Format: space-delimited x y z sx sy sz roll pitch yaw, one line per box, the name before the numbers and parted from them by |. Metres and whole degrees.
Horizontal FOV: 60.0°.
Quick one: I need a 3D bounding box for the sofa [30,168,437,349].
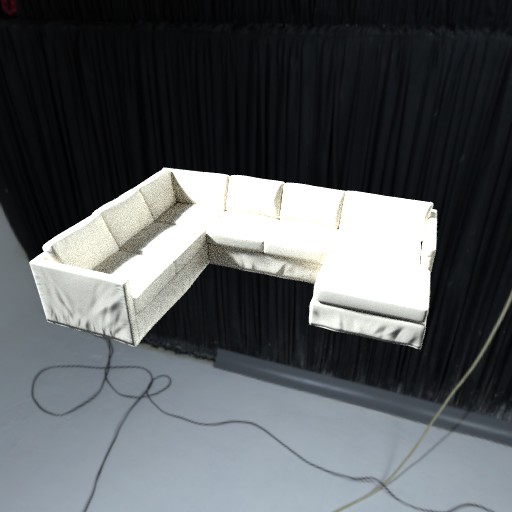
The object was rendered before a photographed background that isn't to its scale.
sofa | 0.000 0.000 4.558 3.460 0.882 2.427 10 32 17
